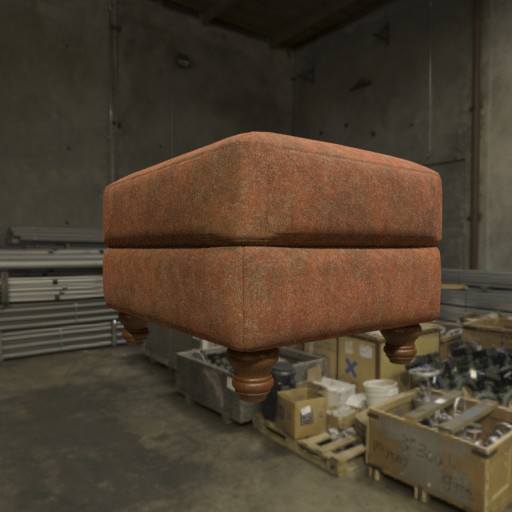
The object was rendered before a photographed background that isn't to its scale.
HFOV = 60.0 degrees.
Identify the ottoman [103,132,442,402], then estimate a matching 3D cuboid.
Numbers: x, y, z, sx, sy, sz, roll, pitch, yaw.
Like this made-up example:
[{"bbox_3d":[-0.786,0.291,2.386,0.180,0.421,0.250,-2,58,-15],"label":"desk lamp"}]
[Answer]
[{"bbox_3d":[0.000,0.000,1.170,0.635,0.508,0.787,-1,1,-36],"label":"ottoman"}]
